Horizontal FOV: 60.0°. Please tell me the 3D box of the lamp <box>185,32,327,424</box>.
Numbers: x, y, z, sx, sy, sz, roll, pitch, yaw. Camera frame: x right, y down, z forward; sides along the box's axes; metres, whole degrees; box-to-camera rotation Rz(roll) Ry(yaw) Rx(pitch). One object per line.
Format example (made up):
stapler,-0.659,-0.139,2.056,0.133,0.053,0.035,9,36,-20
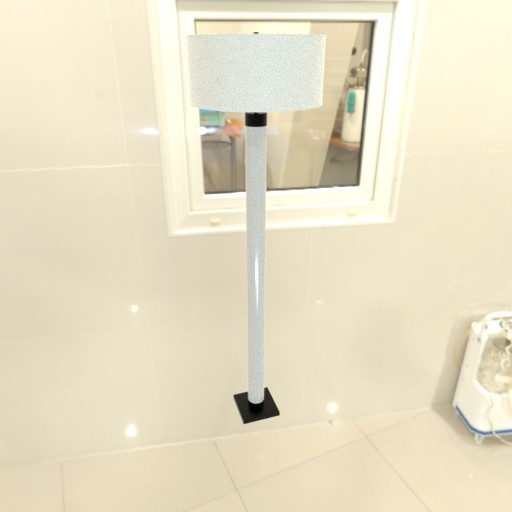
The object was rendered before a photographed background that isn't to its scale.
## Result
lamp,0.000,0.000,1.636,0.420,1.475,0.420,-8,27,-16
